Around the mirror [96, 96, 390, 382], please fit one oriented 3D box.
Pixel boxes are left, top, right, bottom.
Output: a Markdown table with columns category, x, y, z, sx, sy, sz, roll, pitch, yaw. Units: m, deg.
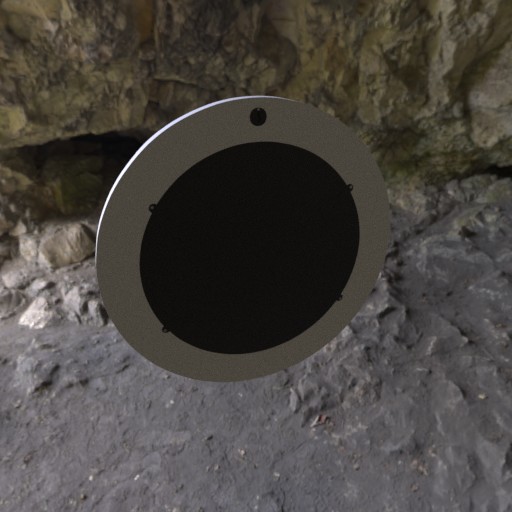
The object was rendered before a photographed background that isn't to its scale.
| category | x | y | z | sx | sy | sz | roll | pitch | yaw |
| --- | --- | --- | --- | --- | --- | --- | --- | --- | --- |
| mirror | 0.000 | 0.000 | 1.344 | 0.914 | 0.914 | 0.038 | -8 | 27 | -17 |
